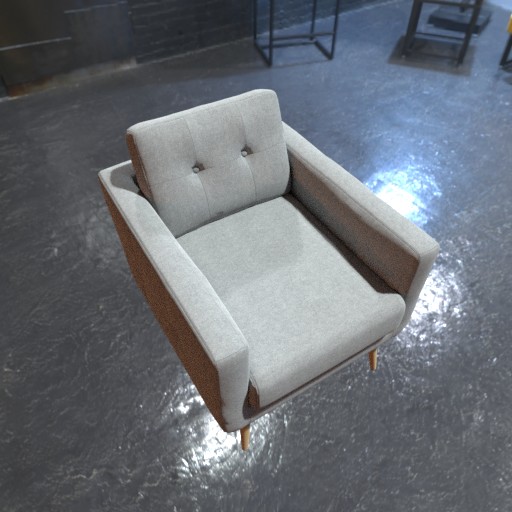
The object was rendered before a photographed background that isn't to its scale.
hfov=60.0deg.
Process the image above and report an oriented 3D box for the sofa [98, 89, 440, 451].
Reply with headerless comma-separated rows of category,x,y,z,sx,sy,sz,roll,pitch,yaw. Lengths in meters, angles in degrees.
sofa,0.000,0.000,1.558,0.770,0.860,0.920,-24,51,-21
